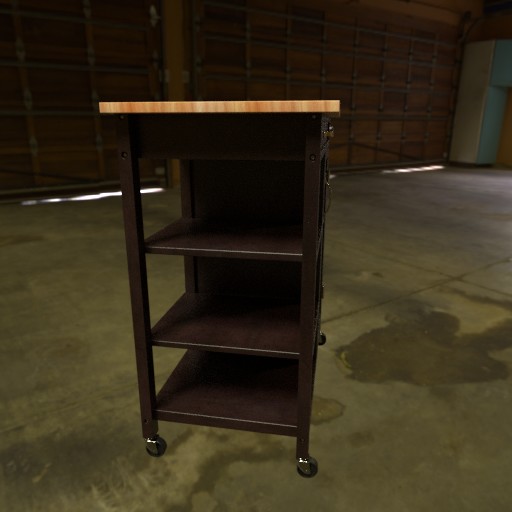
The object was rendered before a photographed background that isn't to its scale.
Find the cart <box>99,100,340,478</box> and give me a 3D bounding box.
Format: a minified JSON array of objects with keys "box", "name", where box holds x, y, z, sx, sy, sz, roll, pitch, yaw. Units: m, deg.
[{"box":[0.000,0.000,1.393,0.472,0.878,0.914,3,17,10],"name":"cart"}]
